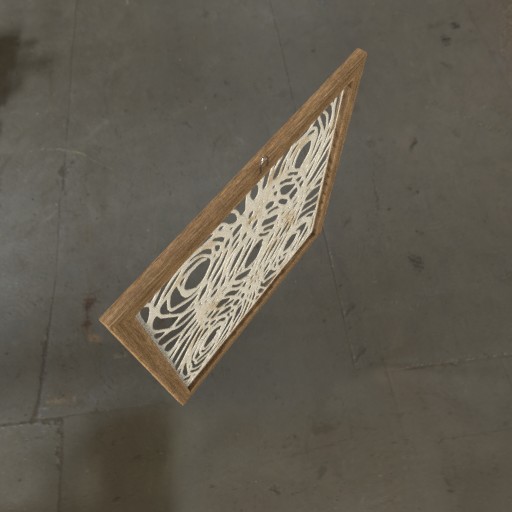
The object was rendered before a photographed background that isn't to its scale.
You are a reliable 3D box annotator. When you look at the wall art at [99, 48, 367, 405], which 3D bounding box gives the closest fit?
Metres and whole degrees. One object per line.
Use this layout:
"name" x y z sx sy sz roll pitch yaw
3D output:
"wall art" 0.000 0.000 0.838 0.021 0.576 0.561 34 68 16
